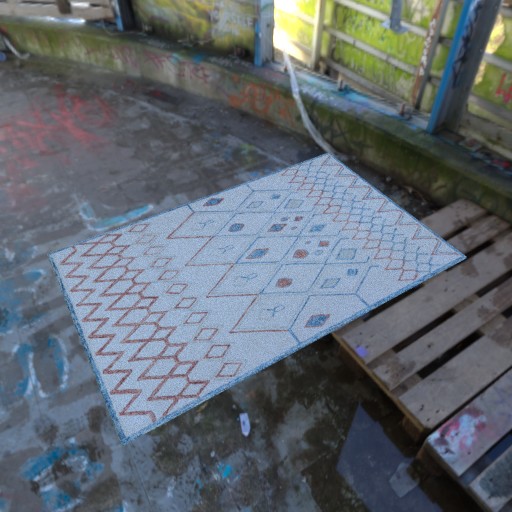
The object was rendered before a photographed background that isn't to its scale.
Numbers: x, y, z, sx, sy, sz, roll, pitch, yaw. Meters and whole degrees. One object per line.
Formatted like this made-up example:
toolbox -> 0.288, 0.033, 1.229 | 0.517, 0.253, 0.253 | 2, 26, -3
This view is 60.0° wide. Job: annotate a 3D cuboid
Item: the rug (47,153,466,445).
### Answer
rug -> 0.000, 0.000, 3.035 | 2.438, 0.015, 1.524 | -23, 50, -21
